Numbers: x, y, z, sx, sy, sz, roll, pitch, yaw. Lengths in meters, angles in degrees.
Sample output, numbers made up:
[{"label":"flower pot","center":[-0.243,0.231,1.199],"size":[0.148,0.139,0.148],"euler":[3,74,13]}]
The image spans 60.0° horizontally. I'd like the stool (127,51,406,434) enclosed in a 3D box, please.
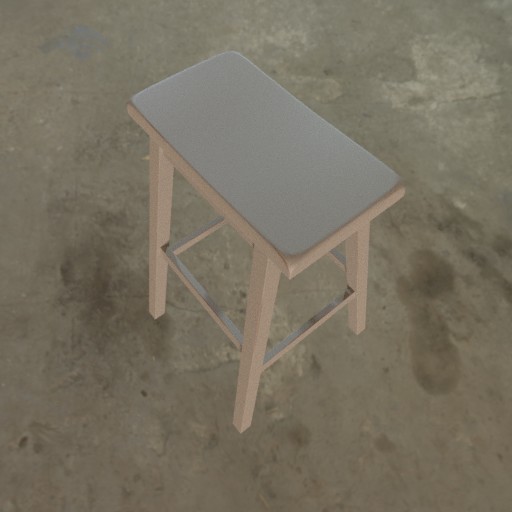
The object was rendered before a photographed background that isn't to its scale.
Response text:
[{"label":"stool","center":[0.000,0.000,1.039],"size":[0.476,0.737,0.457],"euler":[-34,64,-20]}]
